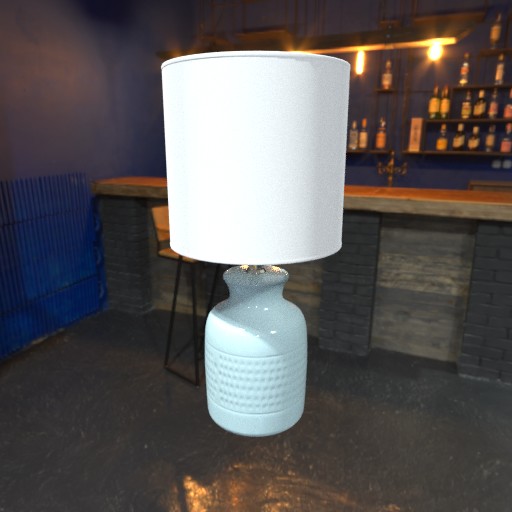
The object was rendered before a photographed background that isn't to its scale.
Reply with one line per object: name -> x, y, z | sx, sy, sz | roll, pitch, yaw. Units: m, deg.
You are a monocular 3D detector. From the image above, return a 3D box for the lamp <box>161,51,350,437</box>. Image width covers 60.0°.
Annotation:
lamp -> 0.000, 0.000, 1.108 | 0.418, 0.871, 0.418 | 7, 16, 24
